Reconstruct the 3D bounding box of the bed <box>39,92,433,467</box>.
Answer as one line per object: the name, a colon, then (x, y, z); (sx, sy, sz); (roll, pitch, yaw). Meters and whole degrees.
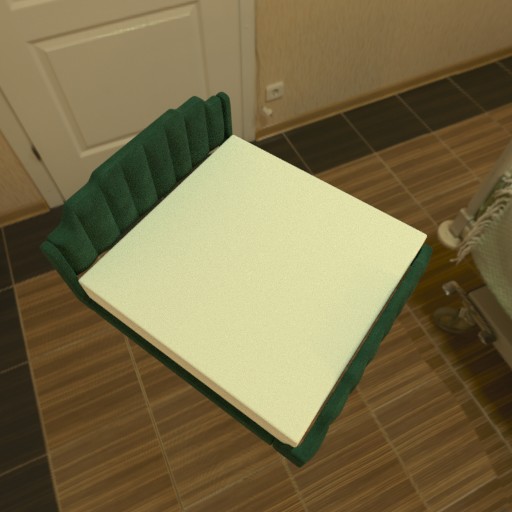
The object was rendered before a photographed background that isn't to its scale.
bed: (0.000, 0.000, 3.558); (2.340, 1.245, 2.074); (31, 63, 18)
